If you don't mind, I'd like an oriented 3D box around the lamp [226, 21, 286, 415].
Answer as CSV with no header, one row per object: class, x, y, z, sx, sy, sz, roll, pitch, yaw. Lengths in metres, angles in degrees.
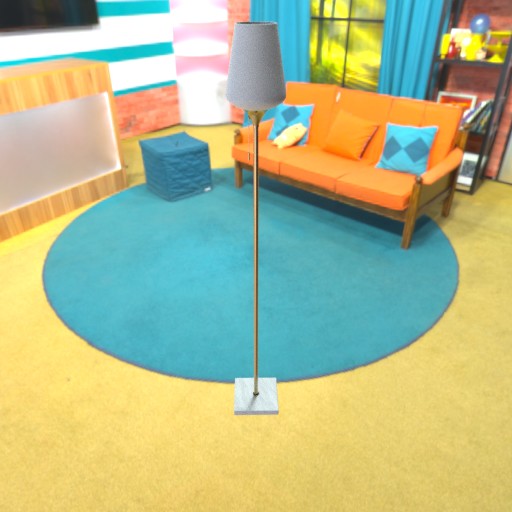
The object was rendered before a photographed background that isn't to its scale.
lamp,0.000,0.000,1.944,0.232,1.813,0.229,0,31,-1
